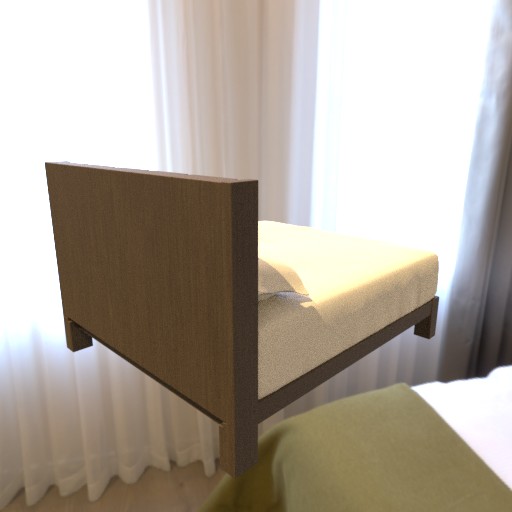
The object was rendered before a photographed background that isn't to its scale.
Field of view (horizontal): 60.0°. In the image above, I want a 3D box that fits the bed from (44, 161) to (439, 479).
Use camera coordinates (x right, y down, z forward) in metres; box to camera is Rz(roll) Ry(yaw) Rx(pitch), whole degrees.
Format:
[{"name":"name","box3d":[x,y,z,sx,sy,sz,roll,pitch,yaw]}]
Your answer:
[{"name":"bed","box3d":[0.000,0.000,3.001,1.735,1.261,1.992,15,21,43]}]
